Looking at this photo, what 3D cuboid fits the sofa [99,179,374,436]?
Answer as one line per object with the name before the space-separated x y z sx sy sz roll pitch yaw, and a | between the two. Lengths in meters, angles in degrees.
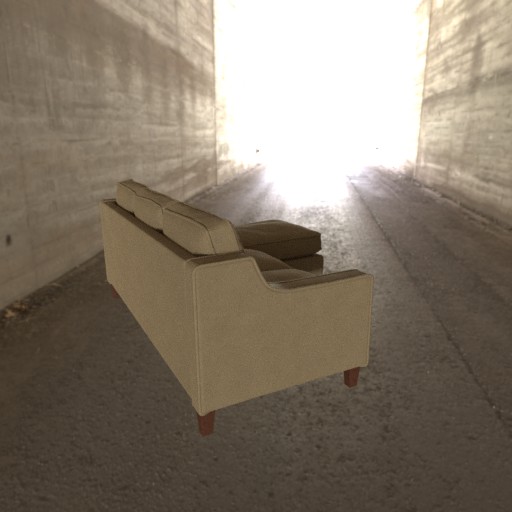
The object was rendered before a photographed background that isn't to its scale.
sofa | 0.000 0.000 3.373 1.858 1.066 2.317 -8 17 -27
